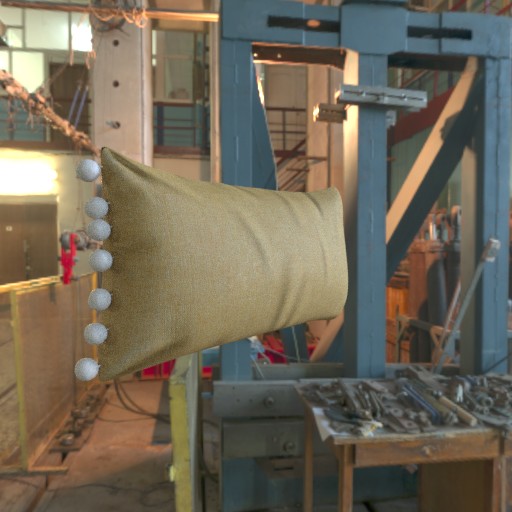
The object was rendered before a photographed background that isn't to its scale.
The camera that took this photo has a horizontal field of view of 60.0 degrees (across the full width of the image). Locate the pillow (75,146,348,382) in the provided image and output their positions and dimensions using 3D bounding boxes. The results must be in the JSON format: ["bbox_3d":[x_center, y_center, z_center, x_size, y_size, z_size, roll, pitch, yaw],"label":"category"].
[{"bbox_3d":[0.000,0.000,0.824,0.201,0.322,0.709,1,2,37],"label":"pillow"}]
